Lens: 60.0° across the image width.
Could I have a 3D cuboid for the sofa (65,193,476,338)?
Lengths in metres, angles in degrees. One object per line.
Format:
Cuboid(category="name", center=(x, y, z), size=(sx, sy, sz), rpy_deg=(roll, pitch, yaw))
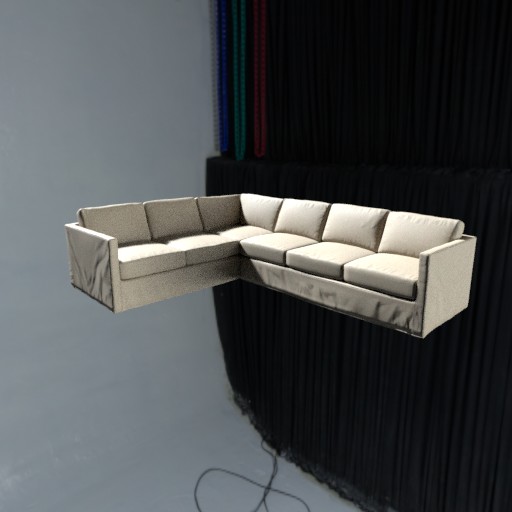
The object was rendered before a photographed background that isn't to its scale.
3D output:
Cuboid(category="sofa", center=(0.000, 0.000, 4.298), size=(2.432, 0.871, 3.182), rpy_deg=(-13, 19, -42))
